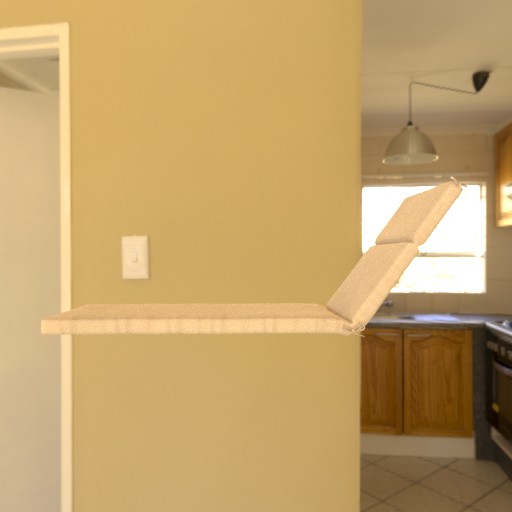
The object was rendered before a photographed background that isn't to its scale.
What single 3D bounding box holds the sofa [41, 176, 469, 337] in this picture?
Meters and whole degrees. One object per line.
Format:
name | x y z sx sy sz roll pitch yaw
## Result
sofa | 0.000 0.000 1.961 1.663 0.622 0.582 0 0 -2
